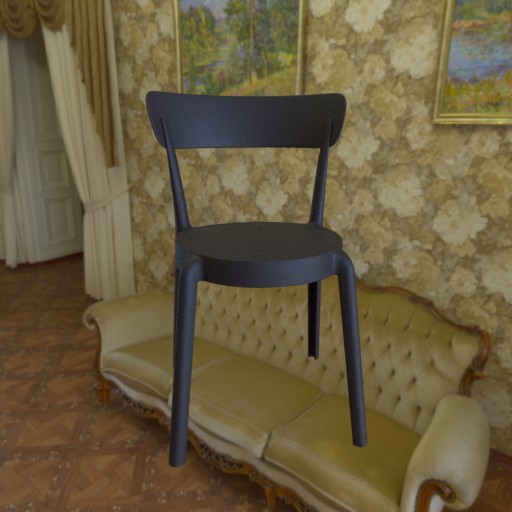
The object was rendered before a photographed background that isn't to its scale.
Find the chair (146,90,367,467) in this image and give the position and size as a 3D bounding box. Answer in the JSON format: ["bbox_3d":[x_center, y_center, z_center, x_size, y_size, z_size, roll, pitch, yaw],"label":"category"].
[{"bbox_3d":[0.000,0.000,1.102,0.506,0.790,0.491,-2,16,-8],"label":"chair"}]
